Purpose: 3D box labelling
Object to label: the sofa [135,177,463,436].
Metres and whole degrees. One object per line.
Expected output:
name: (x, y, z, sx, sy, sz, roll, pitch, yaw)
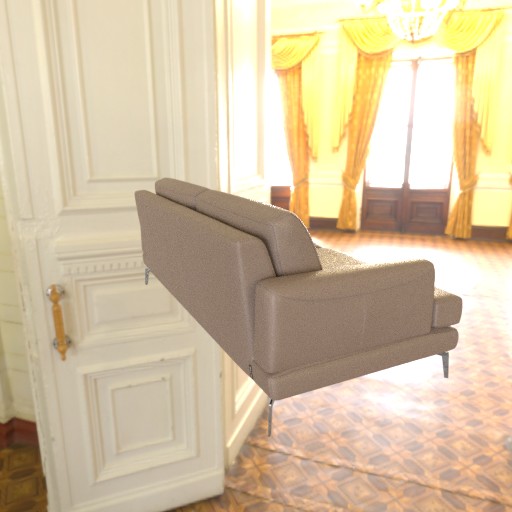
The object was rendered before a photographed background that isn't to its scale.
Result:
sofa: (0.000, 0.000, 2.441, 0.974, 0.765, 1.940, -7, 16, -26)
